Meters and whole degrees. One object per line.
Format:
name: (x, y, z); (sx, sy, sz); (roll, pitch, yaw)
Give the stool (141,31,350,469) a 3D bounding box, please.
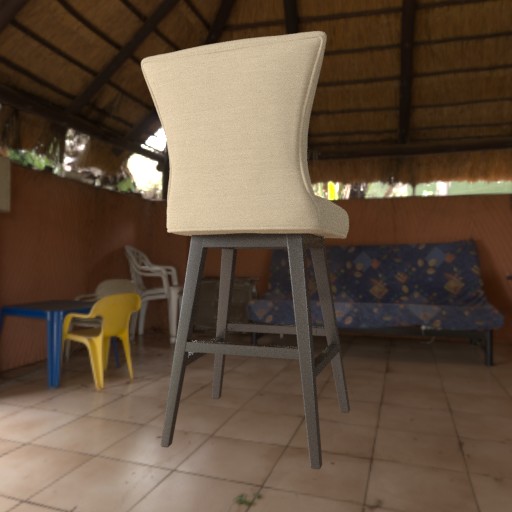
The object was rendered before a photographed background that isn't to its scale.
stool: (0.000, 0.000, 1.363); (0.514, 1.086, 0.574); (0, 0, 18)
